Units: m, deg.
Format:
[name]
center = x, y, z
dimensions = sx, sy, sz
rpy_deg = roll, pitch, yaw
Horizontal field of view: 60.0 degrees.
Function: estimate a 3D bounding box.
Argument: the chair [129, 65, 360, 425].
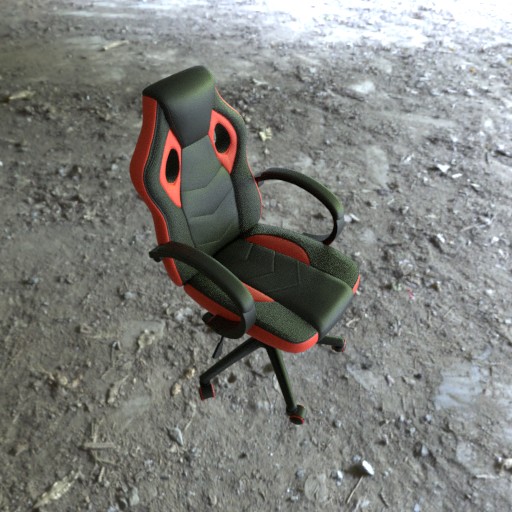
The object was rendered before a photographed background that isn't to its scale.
[chair]
center = 0.000, 0.000, 1.411
dimensions = 0.642, 1.016, 0.600
rpy_deg = 27, 49, 26
